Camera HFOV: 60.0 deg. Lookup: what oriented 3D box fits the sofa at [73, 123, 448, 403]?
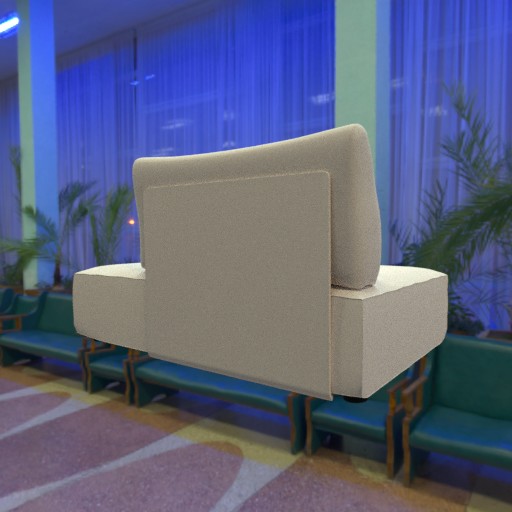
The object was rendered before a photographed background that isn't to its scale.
[{"bbox_3d":[0.000,0.000,2.045,1.450,0.820,1.000,2,3,36],"label":"sofa"}]
